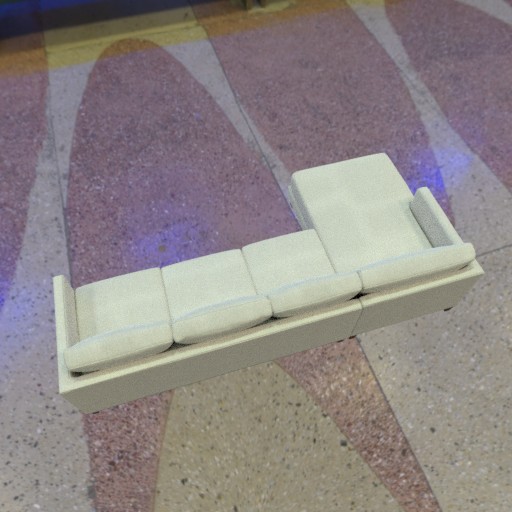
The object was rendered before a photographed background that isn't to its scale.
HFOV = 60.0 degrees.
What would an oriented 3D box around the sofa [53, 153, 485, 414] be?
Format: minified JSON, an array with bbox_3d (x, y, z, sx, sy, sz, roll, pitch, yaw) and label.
[{"bbox_3d":[0.000,0.000,3.750,3.186,0.861,1.625,-14,59,-9],"label":"sofa"}]
